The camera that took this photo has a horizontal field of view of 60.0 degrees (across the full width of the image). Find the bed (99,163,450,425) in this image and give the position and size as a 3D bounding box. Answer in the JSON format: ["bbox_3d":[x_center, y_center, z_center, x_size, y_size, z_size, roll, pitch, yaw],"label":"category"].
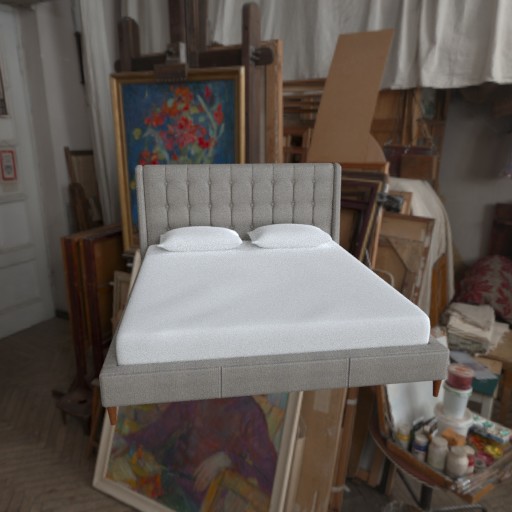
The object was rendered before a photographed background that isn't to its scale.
[{"bbox_3d":[0.000,0.000,3.571,2.062,1.289,2.342,-2,16,-8],"label":"bed"}]
